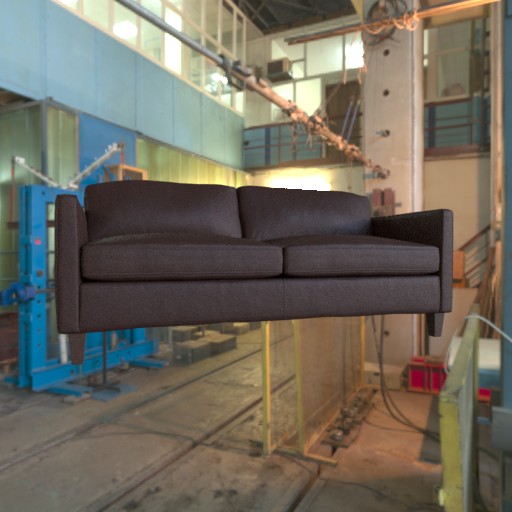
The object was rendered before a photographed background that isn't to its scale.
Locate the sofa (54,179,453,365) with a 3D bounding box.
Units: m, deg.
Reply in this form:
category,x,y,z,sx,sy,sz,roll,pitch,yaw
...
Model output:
category,x,y,z,sx,sy,sz,roll,pitch,yaw
sofa,0.000,0.000,2.445,1.971,0.863,0.923,0,1,-19
